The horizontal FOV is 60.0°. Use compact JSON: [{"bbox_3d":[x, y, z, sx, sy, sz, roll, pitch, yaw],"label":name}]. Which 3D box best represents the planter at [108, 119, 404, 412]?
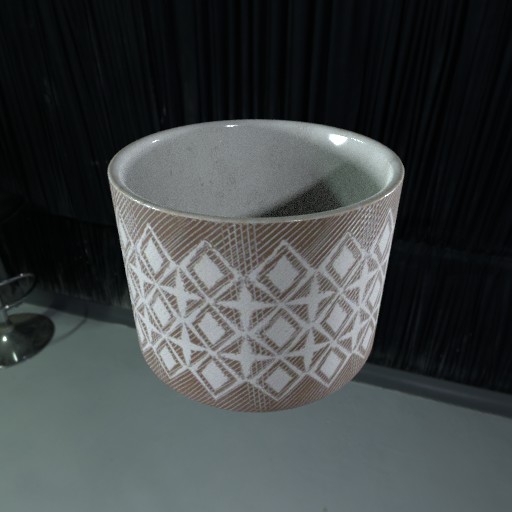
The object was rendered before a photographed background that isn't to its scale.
[{"bbox_3d":[0.000,0.000,0.223,0.126,0.104,0.126,0,32,0],"label":"planter"}]
